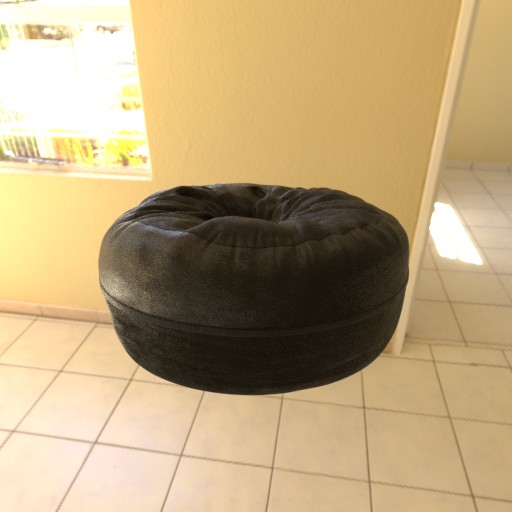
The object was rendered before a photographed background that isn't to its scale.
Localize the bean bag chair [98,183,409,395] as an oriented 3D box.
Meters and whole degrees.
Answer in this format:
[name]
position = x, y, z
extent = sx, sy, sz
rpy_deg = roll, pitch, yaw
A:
[bean bag chair]
position = 0.000, 0.000, 2.431
extent = 1.524, 0.878, 1.524
rpy_deg = 0, 29, 0
